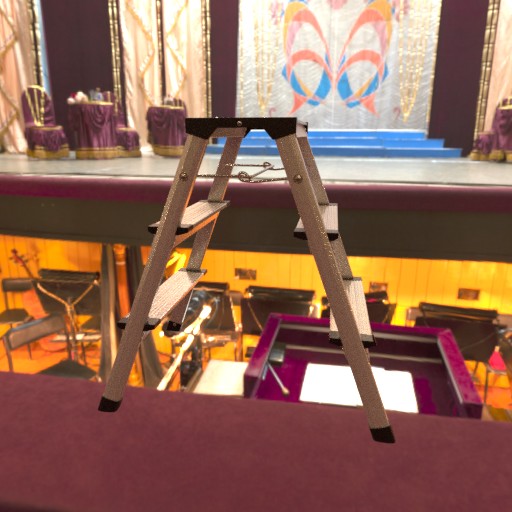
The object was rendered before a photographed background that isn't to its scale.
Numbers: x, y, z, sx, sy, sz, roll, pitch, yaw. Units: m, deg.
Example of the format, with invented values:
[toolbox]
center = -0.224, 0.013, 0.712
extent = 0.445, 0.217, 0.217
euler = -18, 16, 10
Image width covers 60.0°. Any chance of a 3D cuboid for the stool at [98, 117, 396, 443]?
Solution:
[stool]
center = 0.000, 0.000, 1.031
extent = 0.622, 0.605, 0.437
euler = 3, 16, 9
